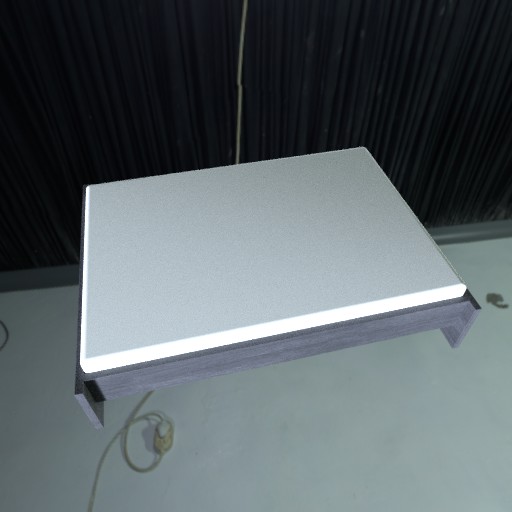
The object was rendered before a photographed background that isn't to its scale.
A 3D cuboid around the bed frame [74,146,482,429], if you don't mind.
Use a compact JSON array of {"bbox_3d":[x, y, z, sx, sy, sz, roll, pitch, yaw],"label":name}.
[{"bbox_3d":[0.000,0.000,2.645,1.950,0.432,1.490,-10,47,-9],"label":"bed frame"}]
